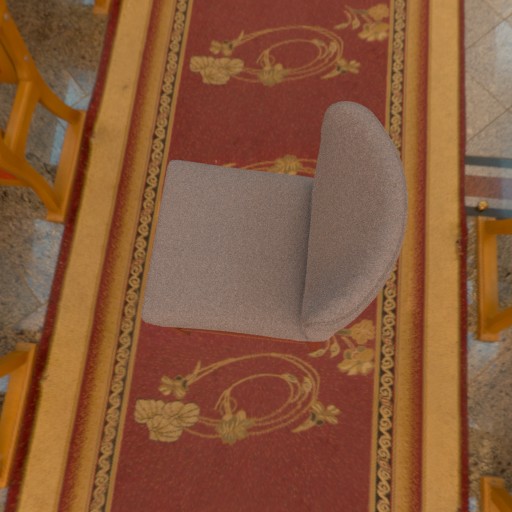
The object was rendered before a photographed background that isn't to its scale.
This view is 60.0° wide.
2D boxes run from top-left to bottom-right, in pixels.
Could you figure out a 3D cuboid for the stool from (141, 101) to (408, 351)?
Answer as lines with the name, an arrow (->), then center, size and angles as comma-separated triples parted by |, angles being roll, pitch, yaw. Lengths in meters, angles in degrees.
stool -> 0.000, 0.000, 1.284 | 0.568, 0.968, 0.481 | 6, 75, 2
